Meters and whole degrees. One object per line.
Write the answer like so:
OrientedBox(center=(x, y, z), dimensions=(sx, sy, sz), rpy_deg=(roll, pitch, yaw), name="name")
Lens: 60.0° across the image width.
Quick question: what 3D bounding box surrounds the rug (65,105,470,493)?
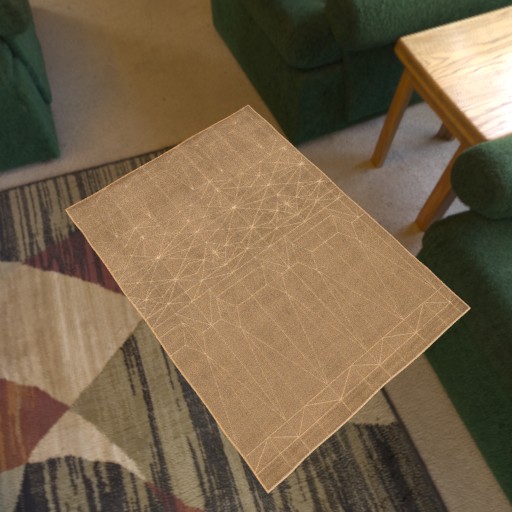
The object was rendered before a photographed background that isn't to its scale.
OrientedBox(center=(0.000, 0.000, 4.382), dimensions=(2.449, 0.019, 3.357), rpy_deg=(-35, 67, -17), name="rug")
